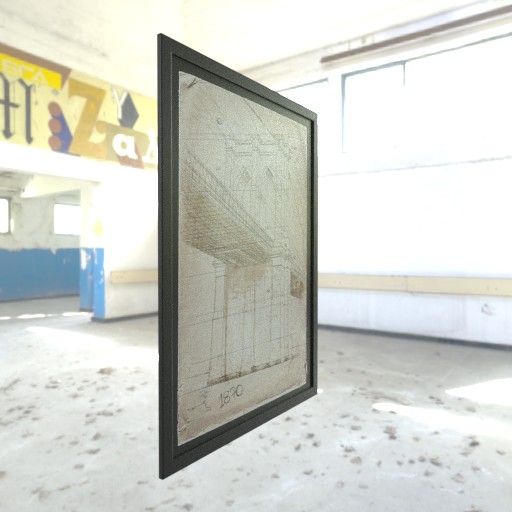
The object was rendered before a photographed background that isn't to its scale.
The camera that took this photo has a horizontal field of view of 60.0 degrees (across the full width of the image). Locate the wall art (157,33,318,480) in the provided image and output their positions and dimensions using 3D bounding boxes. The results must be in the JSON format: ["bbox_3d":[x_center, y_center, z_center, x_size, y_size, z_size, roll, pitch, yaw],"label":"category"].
[{"bbox_3d":[0.000,0.000,1.248,0.013,0.967,0.707,1,1,36],"label":"wall art"}]
